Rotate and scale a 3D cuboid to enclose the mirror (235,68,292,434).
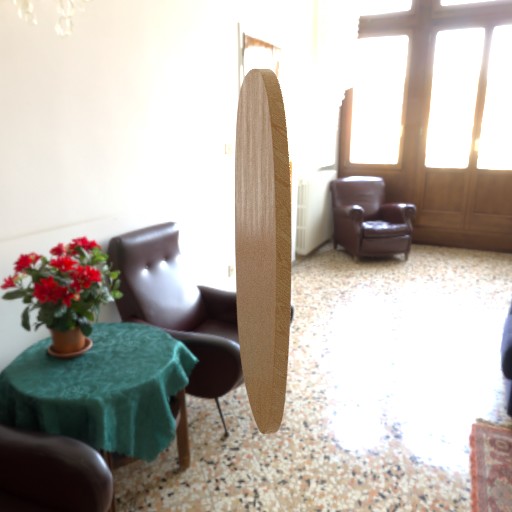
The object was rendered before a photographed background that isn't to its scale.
[{"bbox_3d":[0.000,0.000,1.377,0.037,1.075,0.724,-3,16,-10],"label":"mirror"}]
